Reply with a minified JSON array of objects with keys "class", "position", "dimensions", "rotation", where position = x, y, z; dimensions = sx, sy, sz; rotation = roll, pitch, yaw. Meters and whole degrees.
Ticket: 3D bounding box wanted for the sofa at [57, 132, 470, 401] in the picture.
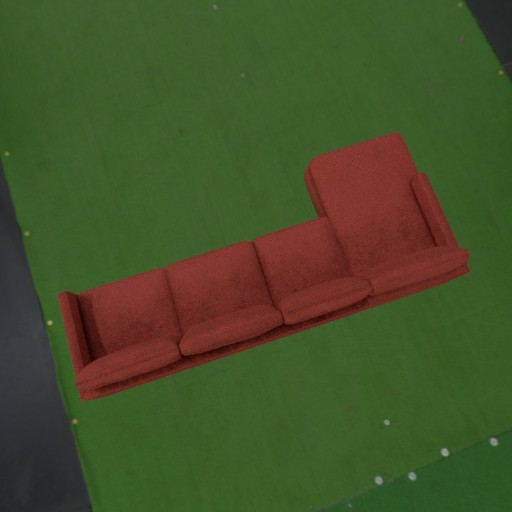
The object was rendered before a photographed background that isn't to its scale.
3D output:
[{"class":"sofa","position":[0.000,0.000,4.002],"dimensions":[3.400,0.967,1.500],"rotation":[-18,77,-4]}]
